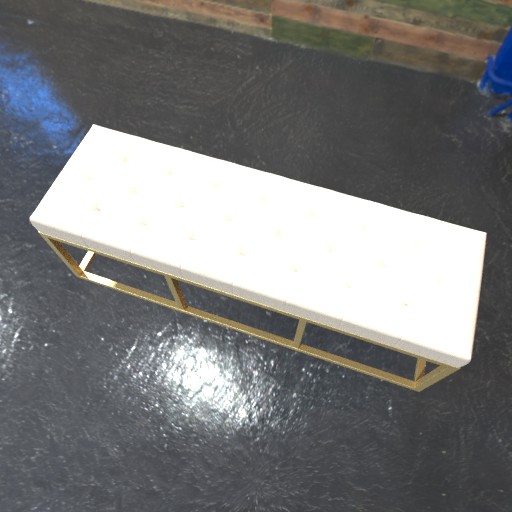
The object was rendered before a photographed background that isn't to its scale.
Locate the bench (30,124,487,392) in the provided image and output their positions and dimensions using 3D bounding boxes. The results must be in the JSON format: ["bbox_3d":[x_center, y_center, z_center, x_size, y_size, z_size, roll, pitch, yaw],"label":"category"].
[{"bbox_3d":[0.000,0.000,1.674,1.473,0.484,0.457,17,64,9],"label":"bench"}]
